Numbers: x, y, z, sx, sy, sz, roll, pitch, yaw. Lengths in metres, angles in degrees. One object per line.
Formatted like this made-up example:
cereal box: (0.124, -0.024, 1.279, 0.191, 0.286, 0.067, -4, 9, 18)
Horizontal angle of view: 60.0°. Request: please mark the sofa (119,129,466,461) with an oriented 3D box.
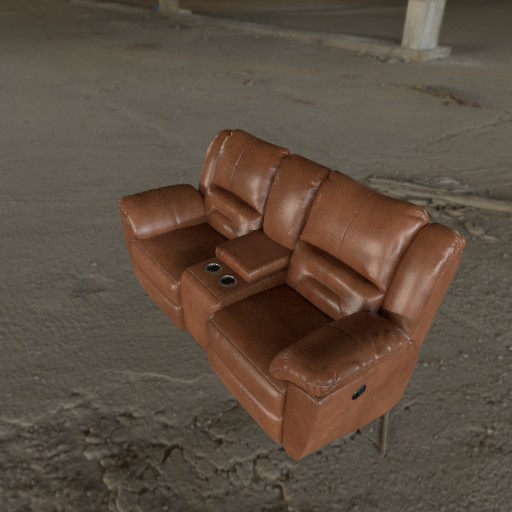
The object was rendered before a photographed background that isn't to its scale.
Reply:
sofa: (0.000, 0.000, 2.642, 0.991, 1.043, 2.058, -22, 39, -30)
